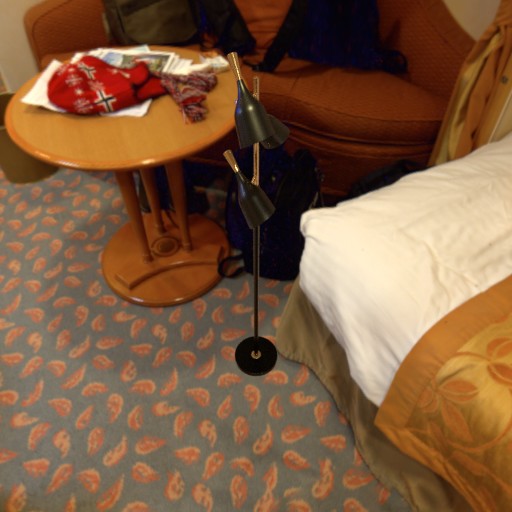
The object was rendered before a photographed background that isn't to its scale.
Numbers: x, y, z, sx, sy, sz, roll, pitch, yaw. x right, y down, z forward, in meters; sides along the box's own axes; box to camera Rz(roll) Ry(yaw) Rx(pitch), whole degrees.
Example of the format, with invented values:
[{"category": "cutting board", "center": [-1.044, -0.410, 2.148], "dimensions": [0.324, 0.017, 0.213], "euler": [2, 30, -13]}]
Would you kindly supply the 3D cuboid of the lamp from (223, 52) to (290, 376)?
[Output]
[{"category": "lamp", "center": [0.000, 0.000, 1.962], "dimensions": [0.253, 1.778, 0.434], "euler": [10, 48, 9]}]
